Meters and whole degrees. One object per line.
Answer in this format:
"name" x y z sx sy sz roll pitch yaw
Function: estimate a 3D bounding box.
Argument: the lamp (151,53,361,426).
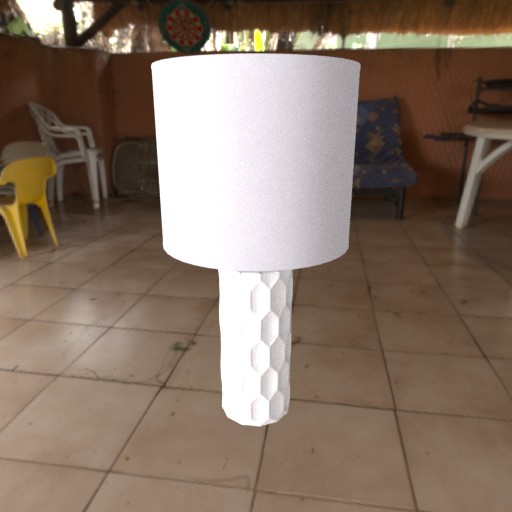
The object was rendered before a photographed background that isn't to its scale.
"lamp" 0.000 0.000 0.680 0.277 0.537 0.277 2 18 8
